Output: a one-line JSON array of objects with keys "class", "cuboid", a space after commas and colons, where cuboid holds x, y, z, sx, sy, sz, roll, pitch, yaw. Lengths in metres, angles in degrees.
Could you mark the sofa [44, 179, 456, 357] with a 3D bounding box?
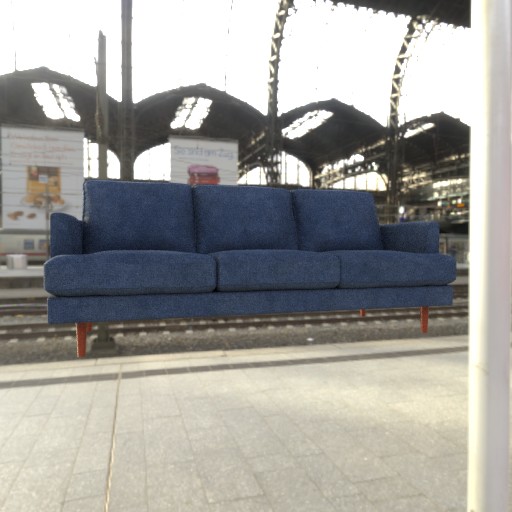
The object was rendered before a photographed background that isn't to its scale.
[{"class": "sofa", "cuboid": [0.000, 0.000, 2.694, 2.246, 0.930, 0.903, 0, 1, -18]}]
